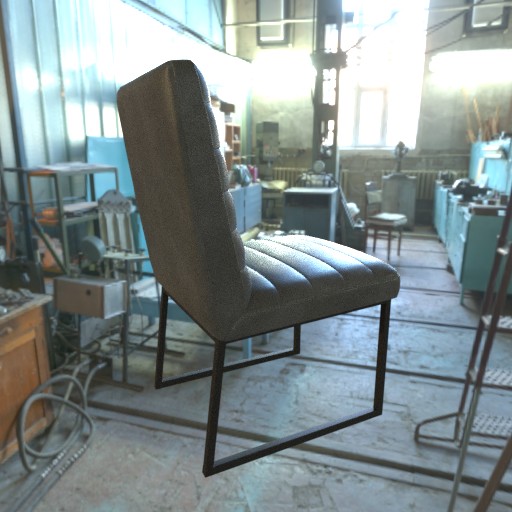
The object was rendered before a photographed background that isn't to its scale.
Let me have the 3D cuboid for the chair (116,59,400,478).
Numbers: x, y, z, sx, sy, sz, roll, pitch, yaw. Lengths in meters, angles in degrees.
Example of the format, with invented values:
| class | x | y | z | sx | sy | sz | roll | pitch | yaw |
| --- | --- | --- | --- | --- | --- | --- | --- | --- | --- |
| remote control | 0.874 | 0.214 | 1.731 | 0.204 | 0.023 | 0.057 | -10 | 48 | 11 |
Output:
| class | x | y | z | sx | sy | sz | roll | pitch | yaw |
| --- | --- | --- | --- | --- | --- | --- | --- | --- | --- |
| chair | 0.000 | 0.000 | 1.257 | 0.634 | 0.930 | 0.520 | -7 | 16 | -27 |
